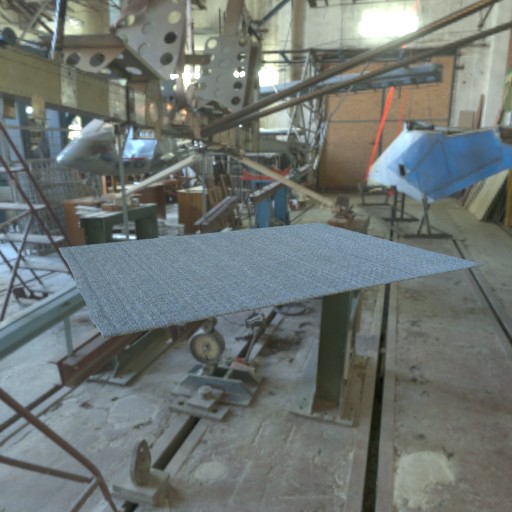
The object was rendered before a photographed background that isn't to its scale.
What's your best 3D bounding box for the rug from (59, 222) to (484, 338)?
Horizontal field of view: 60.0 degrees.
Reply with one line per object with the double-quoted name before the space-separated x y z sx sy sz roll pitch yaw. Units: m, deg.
"rug" 0.000 0.000 4.155 3.200 0.007 2.443 -7 16 -27
